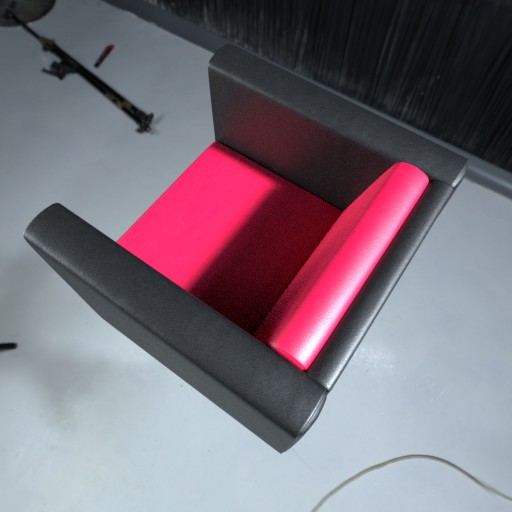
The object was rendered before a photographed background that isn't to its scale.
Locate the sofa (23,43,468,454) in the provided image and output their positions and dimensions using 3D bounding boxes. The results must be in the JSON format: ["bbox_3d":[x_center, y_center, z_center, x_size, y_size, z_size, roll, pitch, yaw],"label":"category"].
[{"bbox_3d":[0.000,0.000,1.407,0.809,0.724,0.839,32,67,15],"label":"sofa"}]
